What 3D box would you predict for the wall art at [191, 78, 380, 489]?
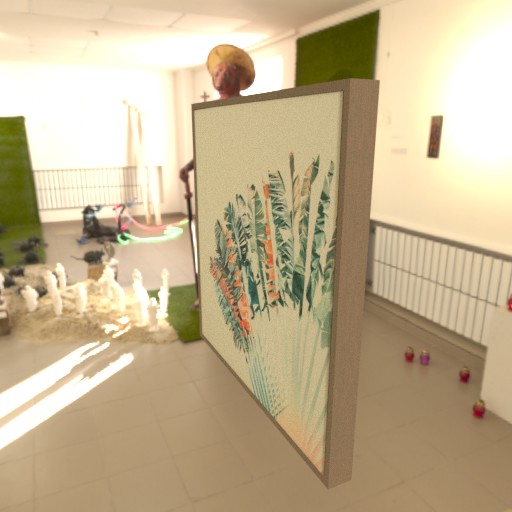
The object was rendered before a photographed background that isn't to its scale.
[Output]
[{"bbox_3d":[0.000,0.000,0.743,0.038,0.506,0.508,-8,18,-25],"label":"wall art"}]
